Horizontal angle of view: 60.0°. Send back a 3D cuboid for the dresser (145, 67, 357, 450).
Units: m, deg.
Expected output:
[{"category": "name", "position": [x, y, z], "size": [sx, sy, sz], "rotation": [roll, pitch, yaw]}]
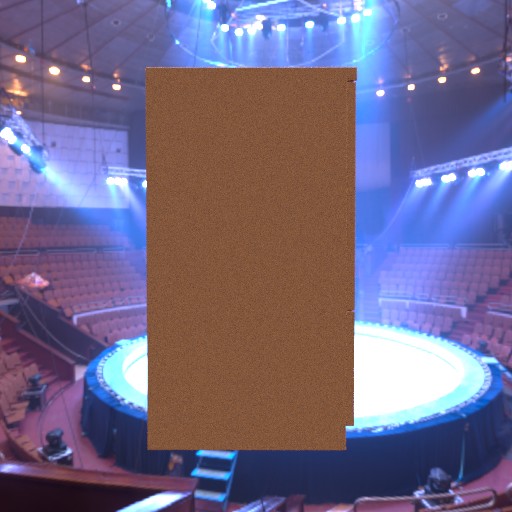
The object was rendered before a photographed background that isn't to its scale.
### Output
[{"category": "dresser", "position": [0.000, 0.000, 1.270], "size": [0.420, 0.740, 0.830], "rotation": [0, 1, 0]}]
